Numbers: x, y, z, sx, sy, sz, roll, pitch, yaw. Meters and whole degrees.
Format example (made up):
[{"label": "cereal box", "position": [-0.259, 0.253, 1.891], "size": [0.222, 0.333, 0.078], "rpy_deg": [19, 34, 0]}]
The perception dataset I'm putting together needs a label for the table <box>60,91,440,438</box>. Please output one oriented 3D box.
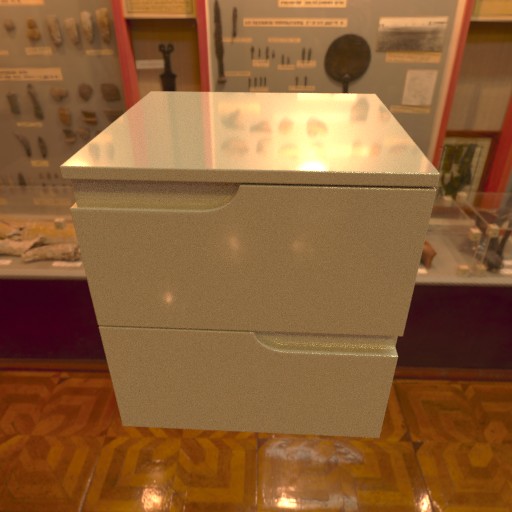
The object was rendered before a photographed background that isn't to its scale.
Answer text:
[{"label": "table", "position": [0.000, 0.000, 0.781], "size": [0.420, 0.470, 0.400], "rpy_deg": [2, 32, 3]}]
